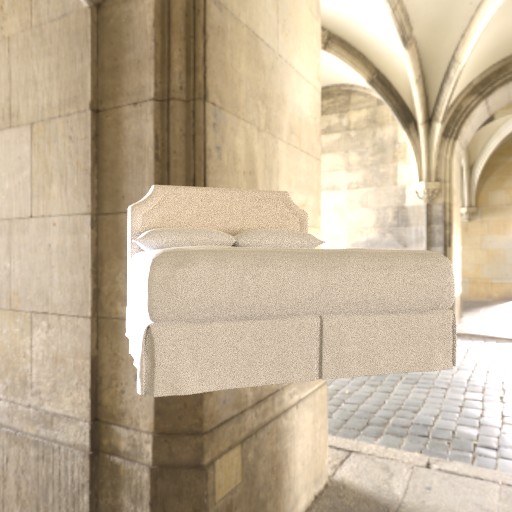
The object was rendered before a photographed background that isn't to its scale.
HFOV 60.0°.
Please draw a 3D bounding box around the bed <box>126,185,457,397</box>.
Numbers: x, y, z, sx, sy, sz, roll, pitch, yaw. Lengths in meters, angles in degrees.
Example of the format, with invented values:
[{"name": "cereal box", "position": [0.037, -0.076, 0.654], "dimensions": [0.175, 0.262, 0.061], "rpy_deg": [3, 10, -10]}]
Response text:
[{"name": "bed", "position": [0.000, 0.000, 3.840], "dimensions": [2.134, 1.524, 2.548], "rpy_deg": [0, 0, -18]}]
